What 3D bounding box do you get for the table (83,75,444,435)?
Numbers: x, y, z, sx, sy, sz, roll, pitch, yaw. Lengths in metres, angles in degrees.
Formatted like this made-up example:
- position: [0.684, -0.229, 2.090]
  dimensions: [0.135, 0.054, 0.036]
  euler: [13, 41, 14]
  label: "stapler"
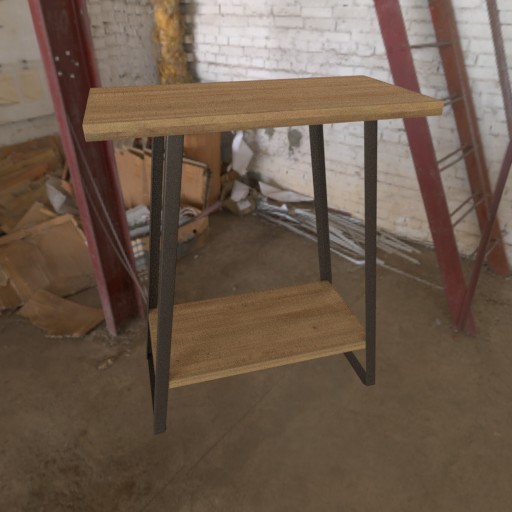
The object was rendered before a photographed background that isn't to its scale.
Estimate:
- position: [0.000, 0.000, 1.004]
  dimensions: [0.599, 0.701, 0.300]
  euler: [-8, 32, -14]
  label: "table"
